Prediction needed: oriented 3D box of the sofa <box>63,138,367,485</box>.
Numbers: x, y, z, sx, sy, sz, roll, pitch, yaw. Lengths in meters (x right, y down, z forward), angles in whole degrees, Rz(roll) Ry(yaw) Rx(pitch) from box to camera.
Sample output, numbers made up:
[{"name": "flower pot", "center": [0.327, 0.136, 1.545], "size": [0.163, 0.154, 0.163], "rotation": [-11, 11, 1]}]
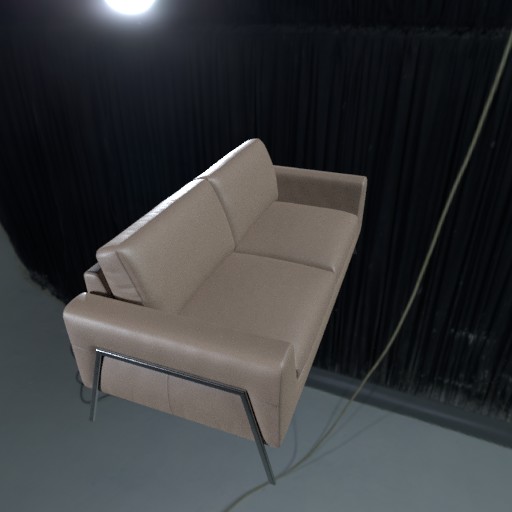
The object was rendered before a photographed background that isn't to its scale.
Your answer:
[{"name": "sofa", "center": [0.000, 0.000, 2.540], "size": [0.953, 0.875, 2.017], "rotation": [11, 32, 17]}]
